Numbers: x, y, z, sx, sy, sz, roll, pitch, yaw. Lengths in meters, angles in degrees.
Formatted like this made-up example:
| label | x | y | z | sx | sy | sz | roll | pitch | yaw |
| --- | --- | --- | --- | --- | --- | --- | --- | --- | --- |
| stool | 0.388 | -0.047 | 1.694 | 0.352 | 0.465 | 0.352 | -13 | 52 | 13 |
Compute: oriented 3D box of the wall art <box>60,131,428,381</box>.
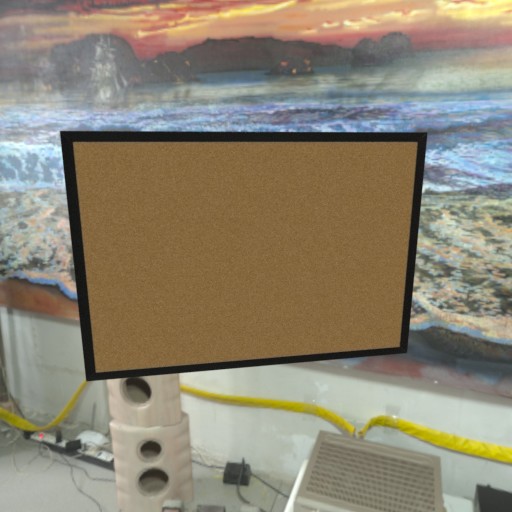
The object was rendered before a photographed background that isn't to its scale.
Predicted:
| label | x | y | z | sx | sy | sz | roll | pitch | yaw |
| --- | --- | --- | --- | --- | --- | --- | --- | --- | --- |
| wall art | 0.000 | 0.000 | 0.567 | 0.440 | 0.306 | 0.013 | -3 | 15 | -10 |
